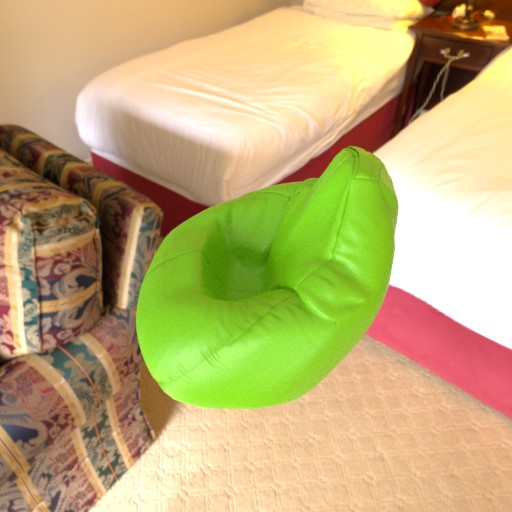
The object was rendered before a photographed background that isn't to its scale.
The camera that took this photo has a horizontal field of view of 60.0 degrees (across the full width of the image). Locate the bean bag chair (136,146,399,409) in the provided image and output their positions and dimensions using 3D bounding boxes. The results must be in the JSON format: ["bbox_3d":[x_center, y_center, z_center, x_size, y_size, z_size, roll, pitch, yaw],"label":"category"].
[{"bbox_3d":[0.000,0.000,1.914,1.070,0.990,1.070,1,42,1],"label":"bean bag chair"}]
